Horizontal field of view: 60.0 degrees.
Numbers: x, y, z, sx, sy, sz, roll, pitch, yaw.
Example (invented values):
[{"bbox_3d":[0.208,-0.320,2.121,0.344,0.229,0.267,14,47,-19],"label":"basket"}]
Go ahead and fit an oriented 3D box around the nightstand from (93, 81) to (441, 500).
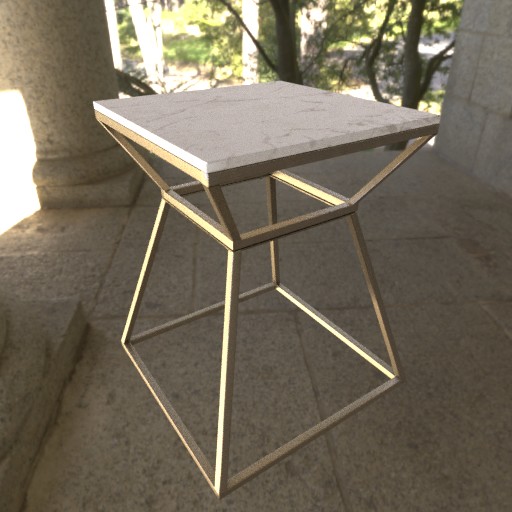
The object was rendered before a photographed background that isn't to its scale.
[{"bbox_3d":[0.000,0.000,0.856,0.455,0.554,0.455,-19,35,-29],"label":"nightstand"}]
